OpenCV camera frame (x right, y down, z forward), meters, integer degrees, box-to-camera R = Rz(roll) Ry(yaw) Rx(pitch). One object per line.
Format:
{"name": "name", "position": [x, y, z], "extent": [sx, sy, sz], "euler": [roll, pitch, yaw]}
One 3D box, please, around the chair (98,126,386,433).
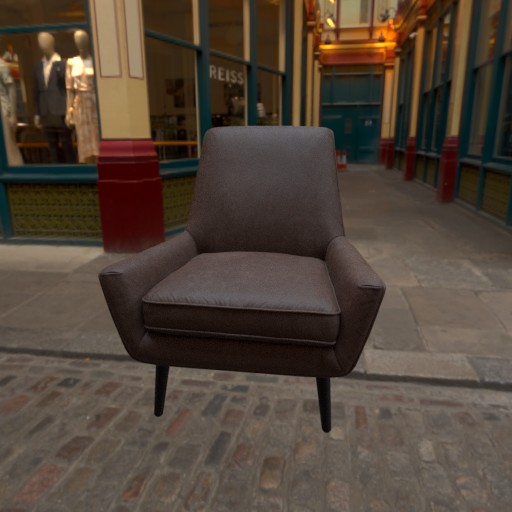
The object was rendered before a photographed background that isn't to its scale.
{"name": "chair", "position": [0.000, 0.000, 1.563], "extent": [0.787, 0.888, 0.824], "euler": [2, 16, 8]}
